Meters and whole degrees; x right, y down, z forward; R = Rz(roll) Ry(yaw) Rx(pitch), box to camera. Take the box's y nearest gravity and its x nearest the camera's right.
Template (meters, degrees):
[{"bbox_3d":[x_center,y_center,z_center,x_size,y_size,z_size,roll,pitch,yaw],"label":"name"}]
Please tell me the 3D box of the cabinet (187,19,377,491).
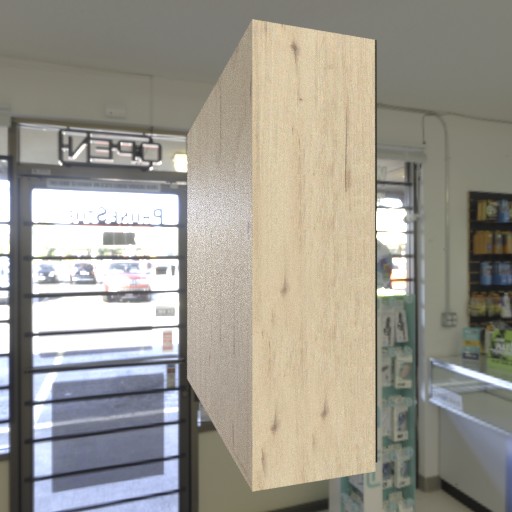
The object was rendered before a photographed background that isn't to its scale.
[{"bbox_3d":[0.000,0.000,3.098,0.660,2.180,2.000,0,0,-17],"label":"cabinet"}]
